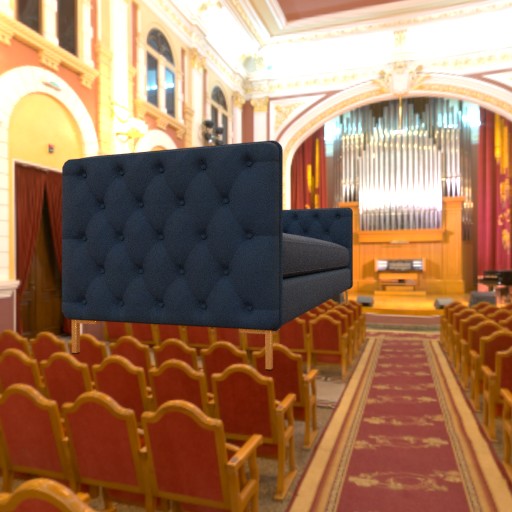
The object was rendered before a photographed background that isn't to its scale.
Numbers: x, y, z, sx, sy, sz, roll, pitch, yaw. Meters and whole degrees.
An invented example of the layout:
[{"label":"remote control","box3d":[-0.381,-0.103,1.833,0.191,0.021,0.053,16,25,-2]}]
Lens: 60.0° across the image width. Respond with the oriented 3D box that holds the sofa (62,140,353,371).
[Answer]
[{"label":"sofa","box3d":[0.000,0.000,2.599,0.895,0.771,2.209,0,0,19]}]
